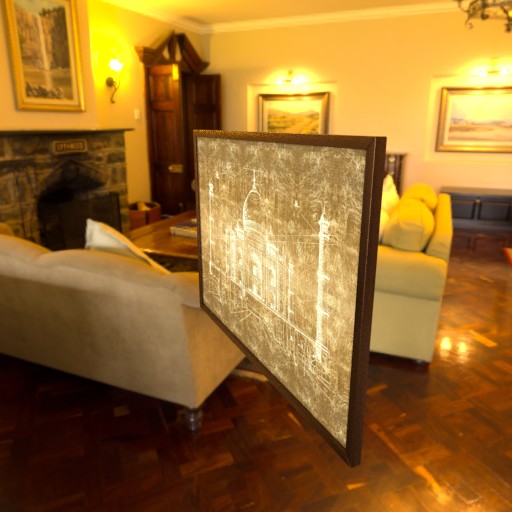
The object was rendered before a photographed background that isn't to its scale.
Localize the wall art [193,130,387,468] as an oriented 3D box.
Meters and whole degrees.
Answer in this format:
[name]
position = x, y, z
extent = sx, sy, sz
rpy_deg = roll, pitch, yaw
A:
[wall art]
position = 0.000, 0.000, 0.565
extent = 0.012, 0.304, 0.431
rpy_deg = -8, 18, -25
